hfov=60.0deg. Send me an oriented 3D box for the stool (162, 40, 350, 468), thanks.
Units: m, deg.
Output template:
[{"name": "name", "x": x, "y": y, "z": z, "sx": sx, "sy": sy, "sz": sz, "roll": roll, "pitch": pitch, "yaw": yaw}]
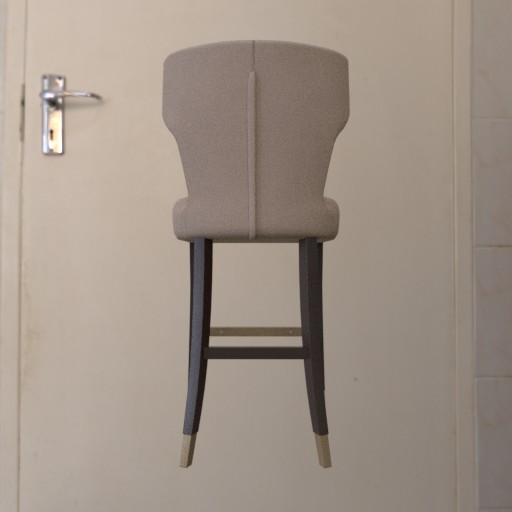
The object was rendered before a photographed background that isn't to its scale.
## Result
[{"name": "stool", "x": 0.000, "y": 0.000, "z": 1.368, "sx": 0.526, "sy": 1.092, "sz": 0.563, "roll": 0, "pitch": -1, "yaw": 0}]
